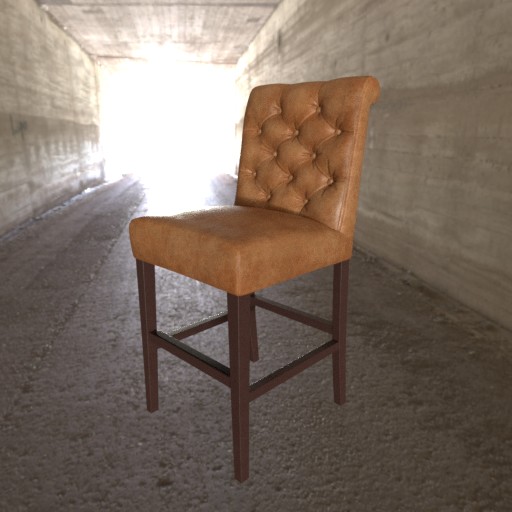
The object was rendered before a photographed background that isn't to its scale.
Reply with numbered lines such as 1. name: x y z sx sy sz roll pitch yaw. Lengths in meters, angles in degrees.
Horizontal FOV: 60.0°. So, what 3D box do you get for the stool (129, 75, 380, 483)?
1. stool: 0.000 0.000 1.370 0.493 1.047 0.601 15 22 42
